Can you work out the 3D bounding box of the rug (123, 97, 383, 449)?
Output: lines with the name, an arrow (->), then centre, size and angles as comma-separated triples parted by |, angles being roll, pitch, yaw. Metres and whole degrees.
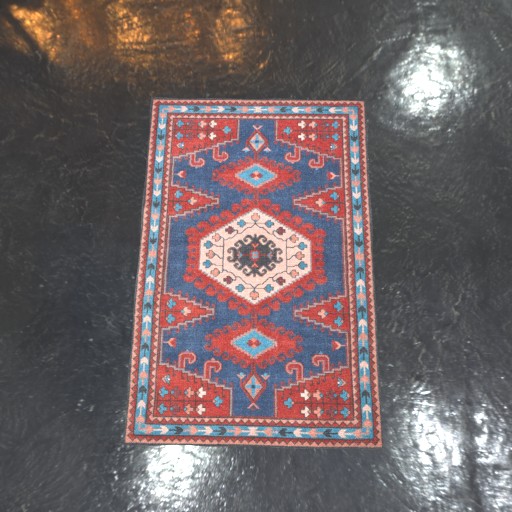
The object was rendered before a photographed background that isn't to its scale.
rug -> 0.000, 0.000, 2.260 | 1.207, 0.012, 1.820 | 1, 76, 0
